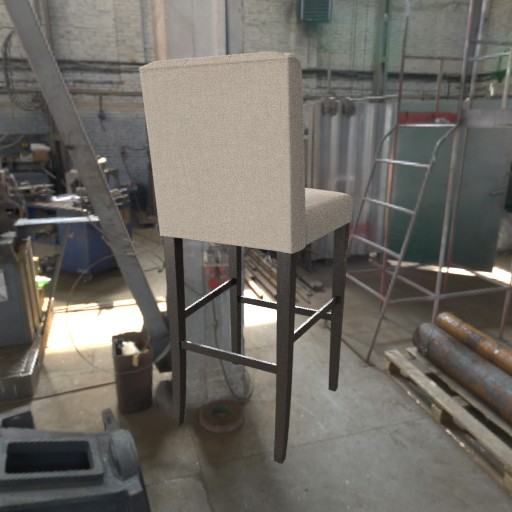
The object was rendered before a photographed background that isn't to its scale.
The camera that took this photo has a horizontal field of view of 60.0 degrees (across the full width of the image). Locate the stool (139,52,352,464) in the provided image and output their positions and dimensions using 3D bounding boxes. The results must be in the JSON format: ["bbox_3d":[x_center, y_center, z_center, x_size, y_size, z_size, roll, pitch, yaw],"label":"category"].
[{"bbox_3d":[0.000,0.000,1.418,0.474,1.116,0.509,8,18,26],"label":"stool"}]
